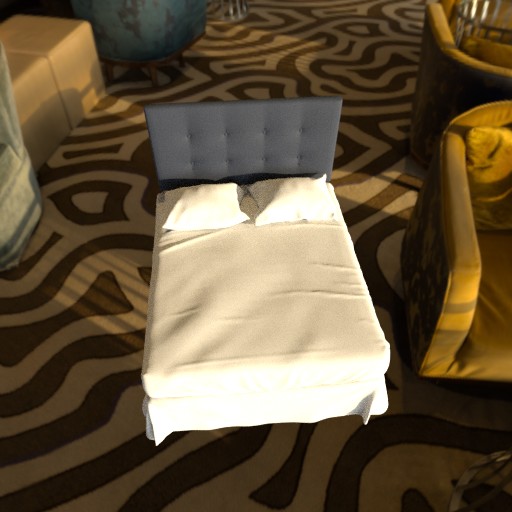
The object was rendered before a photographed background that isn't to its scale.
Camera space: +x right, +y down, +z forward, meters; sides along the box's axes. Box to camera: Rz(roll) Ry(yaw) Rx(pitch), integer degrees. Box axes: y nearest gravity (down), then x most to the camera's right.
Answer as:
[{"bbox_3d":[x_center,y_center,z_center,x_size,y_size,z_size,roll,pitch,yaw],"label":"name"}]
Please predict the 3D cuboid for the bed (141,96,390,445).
[{"bbox_3d":[0.000,0.000,3.502,1.936,1.577,2.222,-4,47,-4],"label":"bed"}]
